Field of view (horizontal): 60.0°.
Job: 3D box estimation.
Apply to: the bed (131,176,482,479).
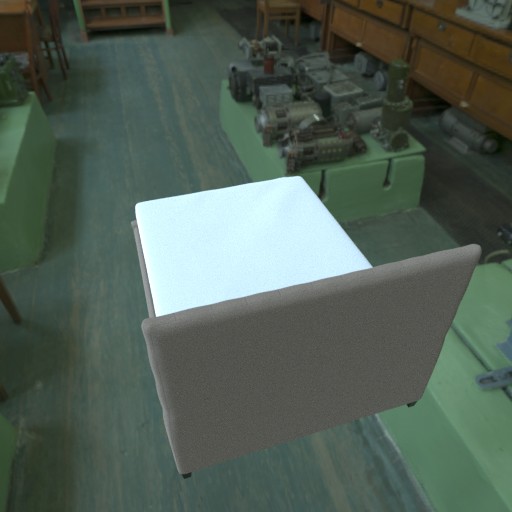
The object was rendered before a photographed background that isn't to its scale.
[{"bbox_3d":[0.000,0.000,3.253,1.696,1.426,2.233,-12,42,-14],"label":"bed"}]
